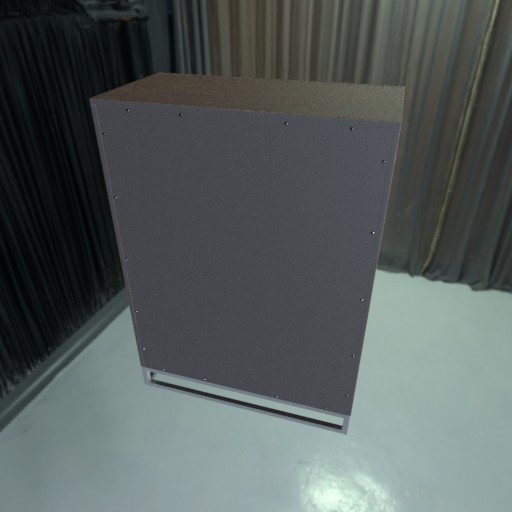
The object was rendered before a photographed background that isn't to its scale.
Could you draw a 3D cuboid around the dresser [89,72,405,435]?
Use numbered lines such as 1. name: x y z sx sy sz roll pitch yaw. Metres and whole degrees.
1. dresser: 0.000 0.000 1.857 0.965 1.321 0.508 9 33 14
